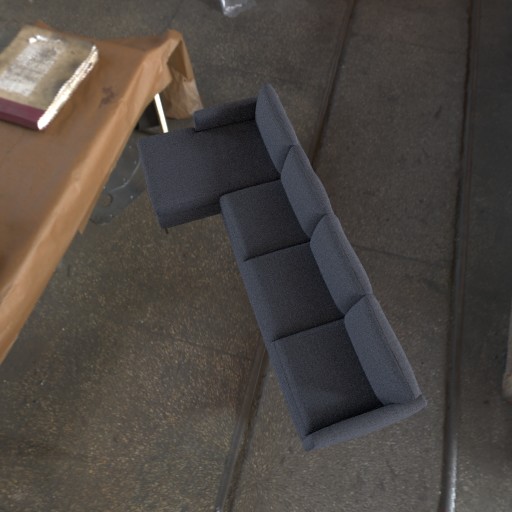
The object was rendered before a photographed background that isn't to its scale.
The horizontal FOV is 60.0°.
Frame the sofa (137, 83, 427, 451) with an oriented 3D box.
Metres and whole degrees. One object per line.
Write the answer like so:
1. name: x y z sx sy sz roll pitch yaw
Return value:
1. sofa: 0.000 0.000 2.909 1.125 0.673 2.445 -17 64 -8
